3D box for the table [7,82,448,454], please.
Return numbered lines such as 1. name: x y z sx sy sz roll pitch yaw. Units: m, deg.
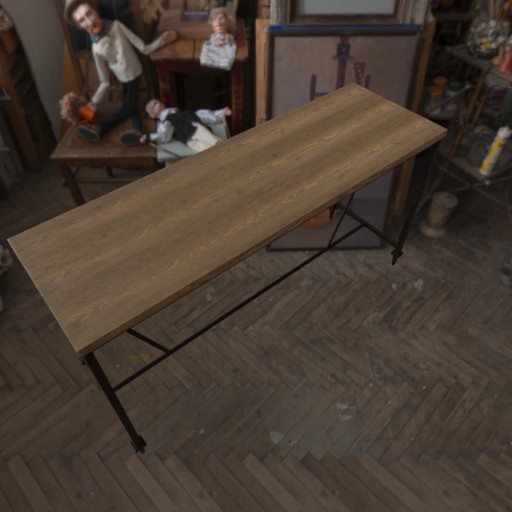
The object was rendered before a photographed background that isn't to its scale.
1. table: 0.000 0.000 2.027 1.700 0.902 0.551 -31 55 -25
